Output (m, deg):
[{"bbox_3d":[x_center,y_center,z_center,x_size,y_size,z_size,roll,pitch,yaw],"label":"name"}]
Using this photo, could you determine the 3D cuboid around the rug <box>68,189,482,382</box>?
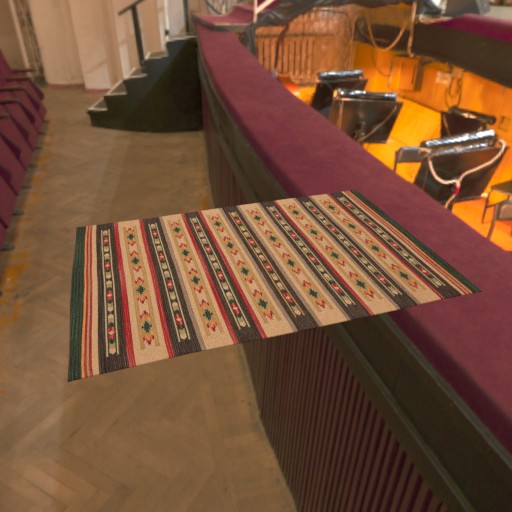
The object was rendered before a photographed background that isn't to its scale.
[{"bbox_3d":[0.000,0.000,2.319,1.825,0.009,1.221,-9,33,-15],"label":"rug"}]
